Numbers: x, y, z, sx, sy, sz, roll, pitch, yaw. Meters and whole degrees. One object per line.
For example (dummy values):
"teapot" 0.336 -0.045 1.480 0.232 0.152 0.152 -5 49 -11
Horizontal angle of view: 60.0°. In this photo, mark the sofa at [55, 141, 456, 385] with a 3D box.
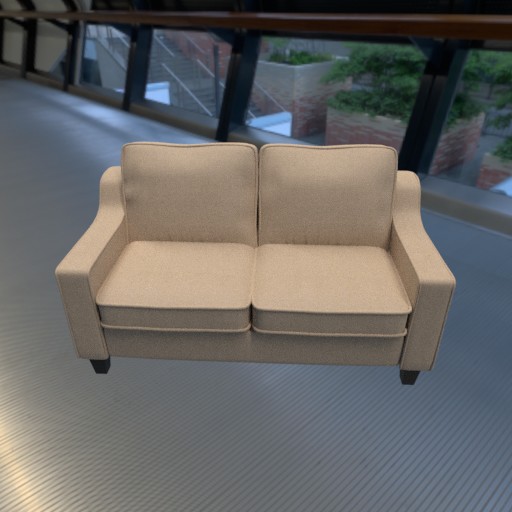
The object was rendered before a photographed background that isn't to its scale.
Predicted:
"sofa" 0.000 0.000 3.466 2.587 1.562 1.351 1 30 2
